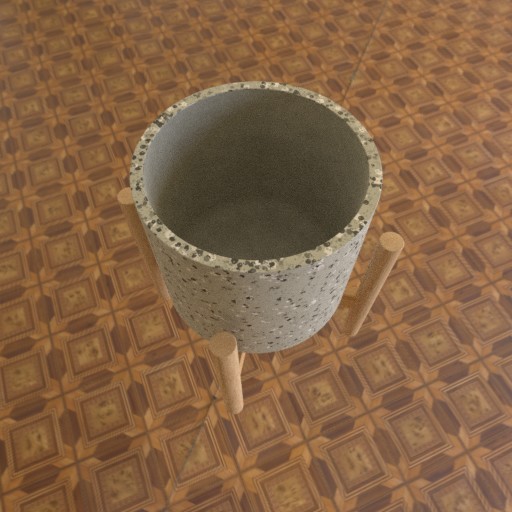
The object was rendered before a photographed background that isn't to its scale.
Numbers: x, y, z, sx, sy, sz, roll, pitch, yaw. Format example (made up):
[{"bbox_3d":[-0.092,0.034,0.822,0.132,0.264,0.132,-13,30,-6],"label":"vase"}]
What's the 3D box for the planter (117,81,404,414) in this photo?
[{"bbox_3d":[0.000,0.000,0.530,0.284,0.320,0.284,31,64,17],"label":"planter"}]
